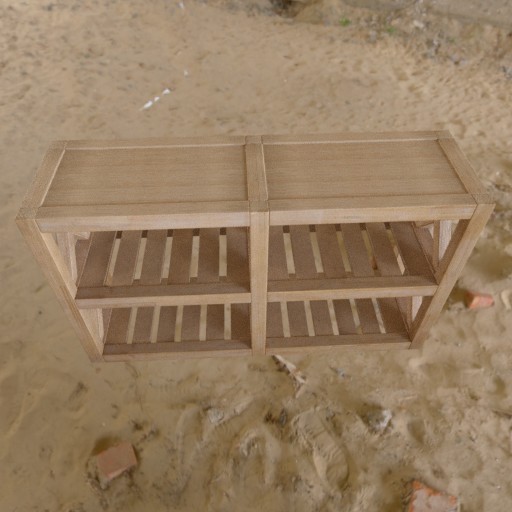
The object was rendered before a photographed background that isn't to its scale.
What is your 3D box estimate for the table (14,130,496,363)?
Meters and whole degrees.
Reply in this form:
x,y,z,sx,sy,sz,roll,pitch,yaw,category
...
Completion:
x,y,z,sx,sy,sz,roll,pitch,yaw,category
0.000,0.000,1.607,1.320,0.762,0.381,-2,47,-2,table
